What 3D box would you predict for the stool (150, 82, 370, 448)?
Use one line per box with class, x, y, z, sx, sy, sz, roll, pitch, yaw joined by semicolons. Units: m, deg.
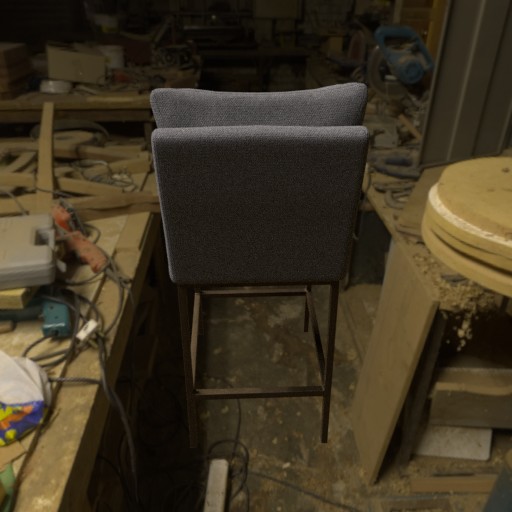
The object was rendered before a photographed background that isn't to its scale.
stool;0.000;0.000;1.317;0.463;1.031;0.569;-1;31;-2
